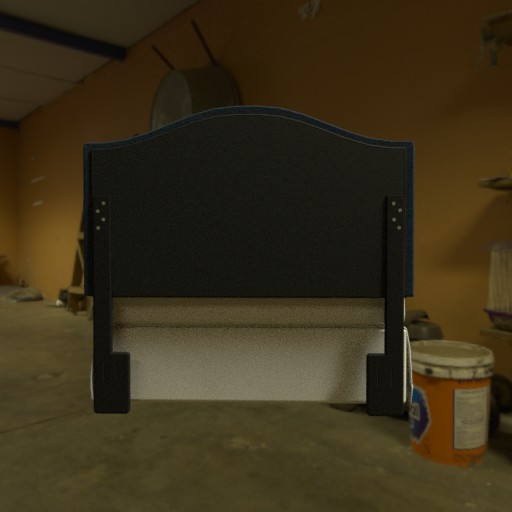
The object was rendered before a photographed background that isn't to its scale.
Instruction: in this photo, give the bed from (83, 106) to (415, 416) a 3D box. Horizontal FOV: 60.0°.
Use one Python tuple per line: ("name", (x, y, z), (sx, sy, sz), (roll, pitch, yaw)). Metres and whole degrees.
("bed", (0.000, 0.000, 3.229), (1.713, 1.518, 2.153), (0, 1, 1))
